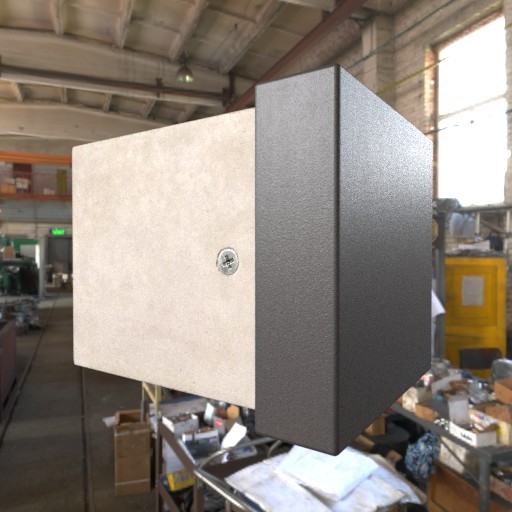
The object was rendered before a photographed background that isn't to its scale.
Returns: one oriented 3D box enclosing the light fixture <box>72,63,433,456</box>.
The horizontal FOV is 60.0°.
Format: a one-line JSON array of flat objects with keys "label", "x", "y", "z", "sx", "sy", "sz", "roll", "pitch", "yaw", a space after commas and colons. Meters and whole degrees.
[{"label": "light fixture", "x": 0.000, "y": 0.000, "z": 0.224, "sx": 0.143, "sy": 0.121, "sz": 0.121, "roll": 1, "pitch": 1, "yaw": 34}]
